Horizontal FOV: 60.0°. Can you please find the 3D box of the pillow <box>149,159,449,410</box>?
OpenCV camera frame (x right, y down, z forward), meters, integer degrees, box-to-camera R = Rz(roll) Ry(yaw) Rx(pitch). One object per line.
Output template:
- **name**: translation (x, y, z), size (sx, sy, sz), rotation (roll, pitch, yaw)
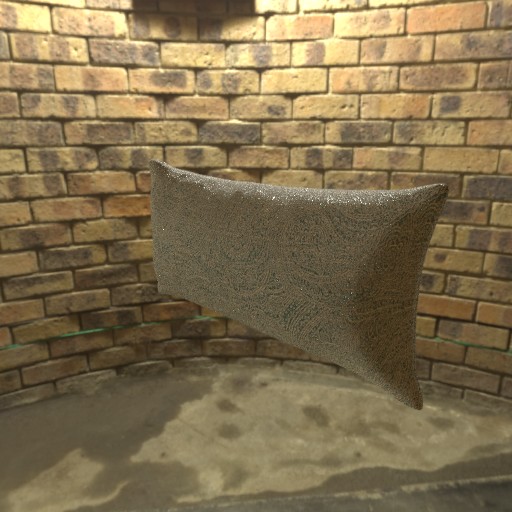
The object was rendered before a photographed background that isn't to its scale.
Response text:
- **pillow**: translation (0.000, 0.000, 0.747), size (0.615, 0.295, 0.151), rotation (15, 22, 43)
